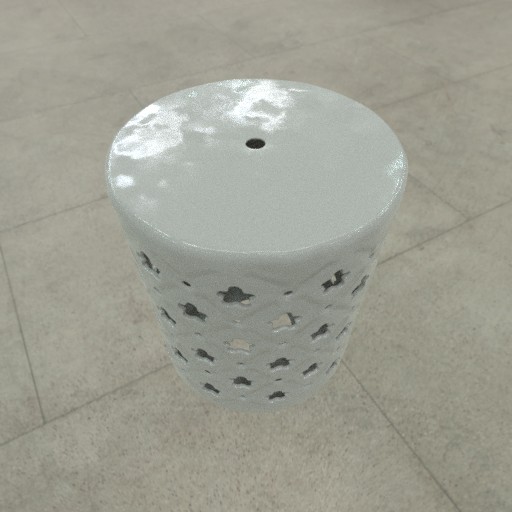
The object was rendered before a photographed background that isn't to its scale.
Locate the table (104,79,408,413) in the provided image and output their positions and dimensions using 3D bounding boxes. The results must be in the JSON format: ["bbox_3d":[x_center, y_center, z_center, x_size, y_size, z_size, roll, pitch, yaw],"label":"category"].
[{"bbox_3d":[0.000,0.000,0.656,0.352,0.387,0.352,0,47,0],"label":"table"}]
